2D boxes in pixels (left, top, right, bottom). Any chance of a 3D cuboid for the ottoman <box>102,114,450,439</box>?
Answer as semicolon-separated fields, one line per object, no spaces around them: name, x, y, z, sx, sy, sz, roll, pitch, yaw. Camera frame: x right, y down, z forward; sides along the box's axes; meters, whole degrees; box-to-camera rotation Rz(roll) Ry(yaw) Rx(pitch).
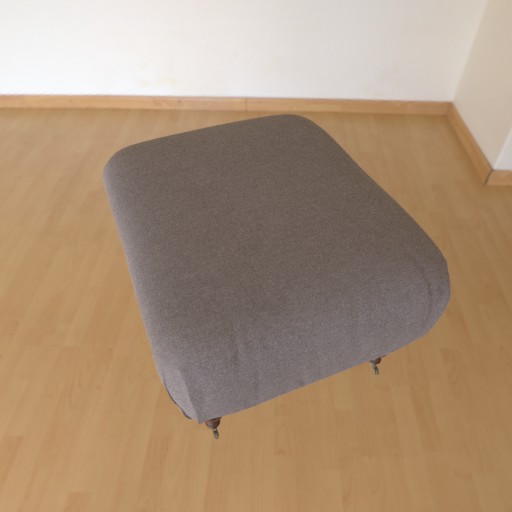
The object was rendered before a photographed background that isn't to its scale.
ottoman;0.000;0.000;1.132;0.622;0.450;0.747;-16;48;-16
